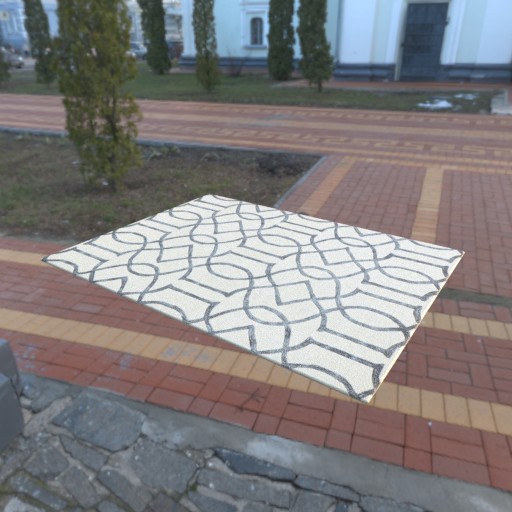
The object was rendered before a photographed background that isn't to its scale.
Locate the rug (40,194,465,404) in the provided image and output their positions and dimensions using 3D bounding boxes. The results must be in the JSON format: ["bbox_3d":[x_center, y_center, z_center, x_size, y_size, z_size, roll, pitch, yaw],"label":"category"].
[{"bbox_3d":[0.000,0.000,3.800,2.910,0.021,2.211,17,30,31],"label":"rug"}]
